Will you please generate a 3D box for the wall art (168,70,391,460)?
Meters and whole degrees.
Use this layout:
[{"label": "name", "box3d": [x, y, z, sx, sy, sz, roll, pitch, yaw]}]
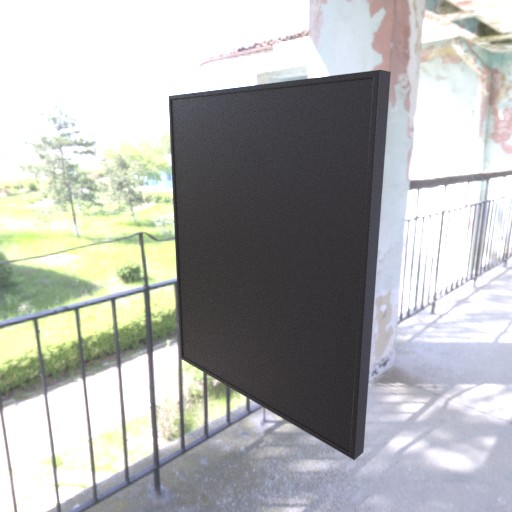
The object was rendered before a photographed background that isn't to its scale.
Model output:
[{"label": "wall art", "box3d": [0.000, 0.000, 0.766, 0.028, 0.551, 0.451, -14, 20, -43]}]
